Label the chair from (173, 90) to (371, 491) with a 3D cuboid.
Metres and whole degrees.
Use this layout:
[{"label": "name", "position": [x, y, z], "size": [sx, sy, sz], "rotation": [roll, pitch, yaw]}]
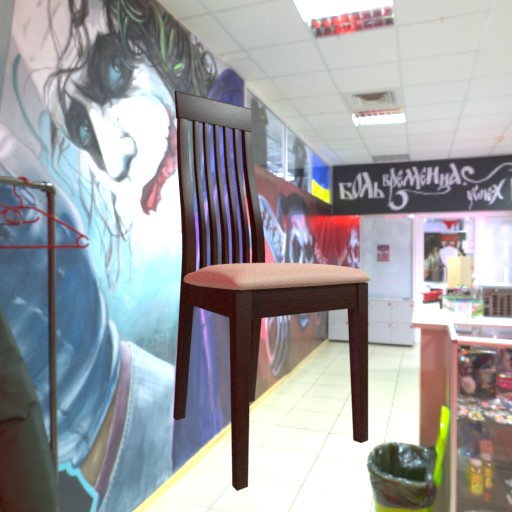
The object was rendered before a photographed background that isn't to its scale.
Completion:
[{"label": "chair", "position": [0.000, 0.000, 1.282], "size": [0.460, 1.027, 0.474], "rotation": [0, 0, -37]}]
